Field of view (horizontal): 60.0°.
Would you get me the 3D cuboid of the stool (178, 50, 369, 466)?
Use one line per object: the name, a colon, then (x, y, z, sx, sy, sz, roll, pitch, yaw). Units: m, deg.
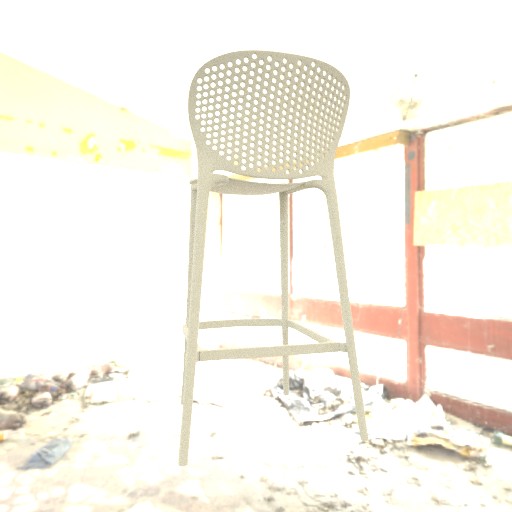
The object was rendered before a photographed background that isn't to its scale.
stool: (0.000, 0.000, 1.386, 0.536, 1.045, 0.535, 0, 0, -17)
